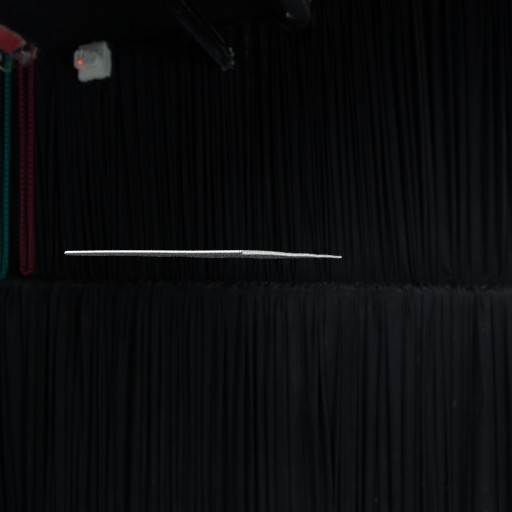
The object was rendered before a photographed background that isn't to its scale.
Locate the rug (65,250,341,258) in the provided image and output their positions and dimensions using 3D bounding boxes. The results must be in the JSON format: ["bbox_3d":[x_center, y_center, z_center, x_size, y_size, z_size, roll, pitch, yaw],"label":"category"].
[{"bbox_3d":[0.000,0.000,2.428,0.645,0.015,2.182,0,-1,18],"label":"rug"}]
